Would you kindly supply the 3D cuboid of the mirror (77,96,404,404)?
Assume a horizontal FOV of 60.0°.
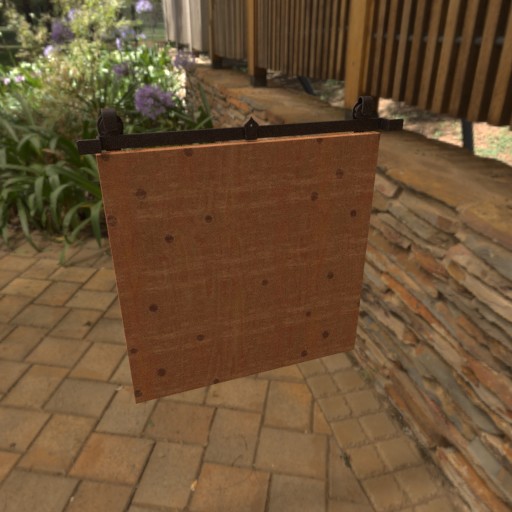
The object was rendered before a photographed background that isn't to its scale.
[{"bbox_3d":[0.000,0.000,1.207,0.805,0.800,0.054,-9,28,-18],"label":"mirror"}]
